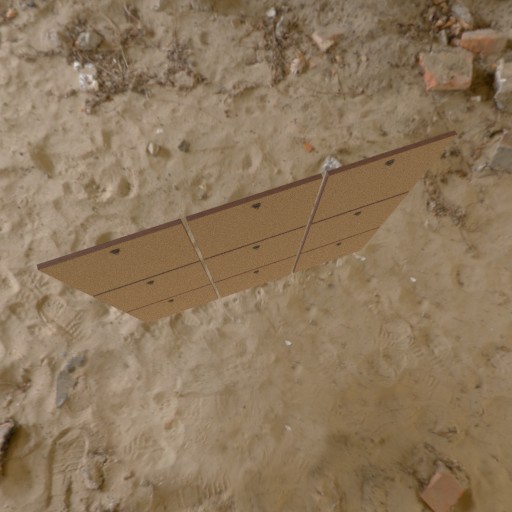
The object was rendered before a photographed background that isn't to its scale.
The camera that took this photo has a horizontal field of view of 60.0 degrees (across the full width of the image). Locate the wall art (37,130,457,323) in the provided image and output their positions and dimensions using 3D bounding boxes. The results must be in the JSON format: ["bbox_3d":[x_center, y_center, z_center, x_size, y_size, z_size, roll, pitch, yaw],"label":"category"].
[{"bbox_3d":[0.000,0.000,1.809,1.221,1.218,0.024,-18,76,-5],"label":"wall art"}]
